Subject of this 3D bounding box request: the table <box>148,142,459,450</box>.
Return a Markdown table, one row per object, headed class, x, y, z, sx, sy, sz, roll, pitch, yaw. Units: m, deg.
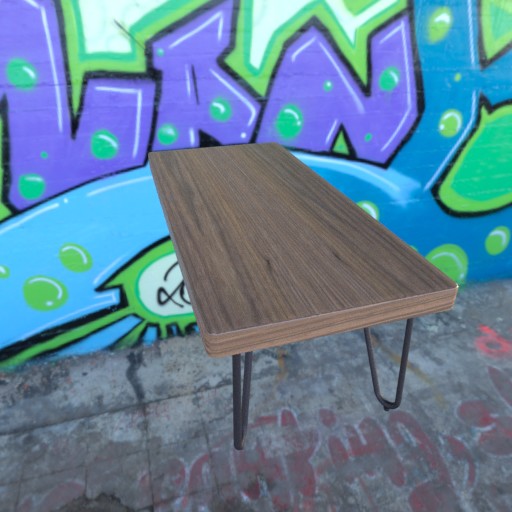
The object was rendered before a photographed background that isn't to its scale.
| class | x | y | z | sx | sy | sz | roll | pitch | yaw |
| --- | --- | --- | --- | --- | --- | --- | --- | --- | --- |
| table | 0.000 | 0.000 | 1.686 | 0.637 | 0.468 | 1.375 | -9 | 31 | -15 |
